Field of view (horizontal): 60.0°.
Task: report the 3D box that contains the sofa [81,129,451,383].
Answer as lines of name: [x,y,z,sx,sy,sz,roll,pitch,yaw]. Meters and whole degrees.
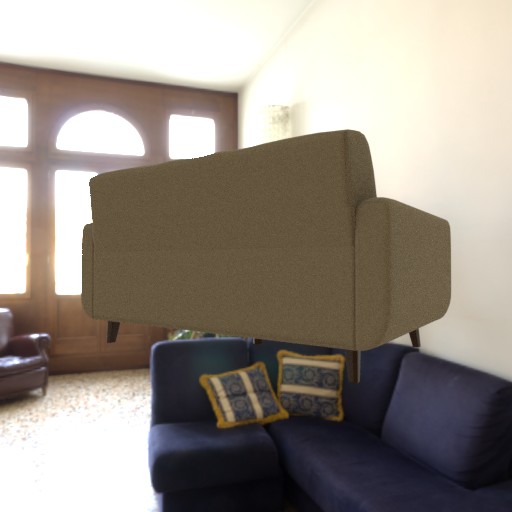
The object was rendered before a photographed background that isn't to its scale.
sofa: [0.000,0.000,2.234,1.655,0.892,0.980,-1,-1,35]
